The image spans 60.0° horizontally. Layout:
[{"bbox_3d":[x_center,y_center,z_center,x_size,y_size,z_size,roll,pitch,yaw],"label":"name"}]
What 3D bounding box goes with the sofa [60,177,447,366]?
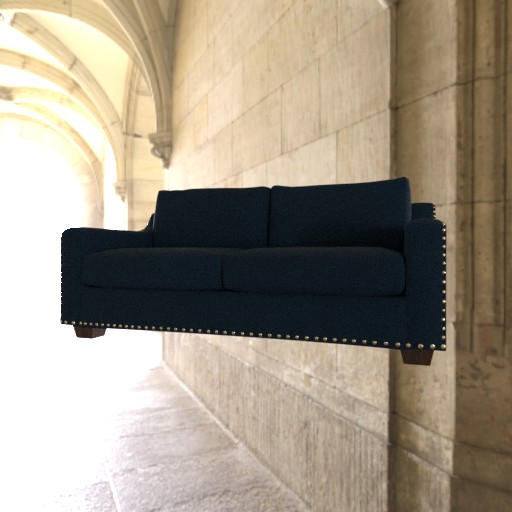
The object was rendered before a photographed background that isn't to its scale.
[{"bbox_3d":[0.000,0.000,2.744,2.107,0.983,1.104,0,1,19],"label":"sofa"}]
